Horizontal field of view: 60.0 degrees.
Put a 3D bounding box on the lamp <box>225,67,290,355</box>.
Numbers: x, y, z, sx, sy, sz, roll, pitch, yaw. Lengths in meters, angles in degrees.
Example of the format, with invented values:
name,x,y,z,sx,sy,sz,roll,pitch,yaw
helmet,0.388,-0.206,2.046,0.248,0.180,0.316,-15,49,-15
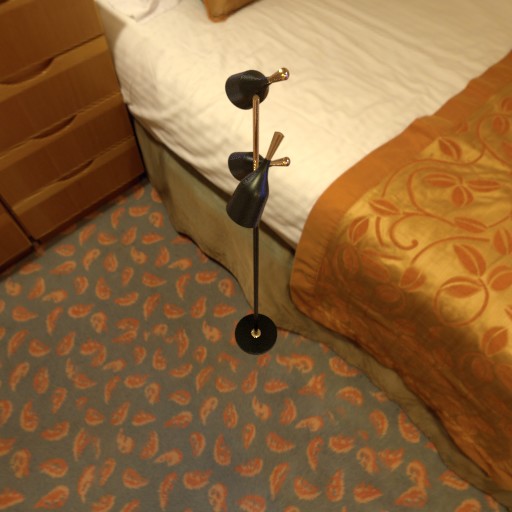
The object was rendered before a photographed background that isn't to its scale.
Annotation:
name,x,y,z,sx,sy,sz,roll,pitch,yaw
lamp,0.000,0.000,1.874,0.253,1.778,0.434,0,59,0
